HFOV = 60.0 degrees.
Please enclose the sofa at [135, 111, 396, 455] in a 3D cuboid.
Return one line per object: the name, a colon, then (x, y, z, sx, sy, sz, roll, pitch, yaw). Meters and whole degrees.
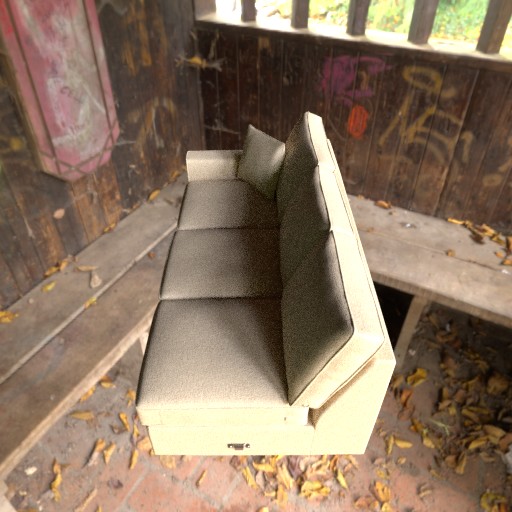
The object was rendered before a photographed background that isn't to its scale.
sofa: (0.000, 0.000, 2.541, 1.034, 0.946, 1.962, 0, 40, 0)
